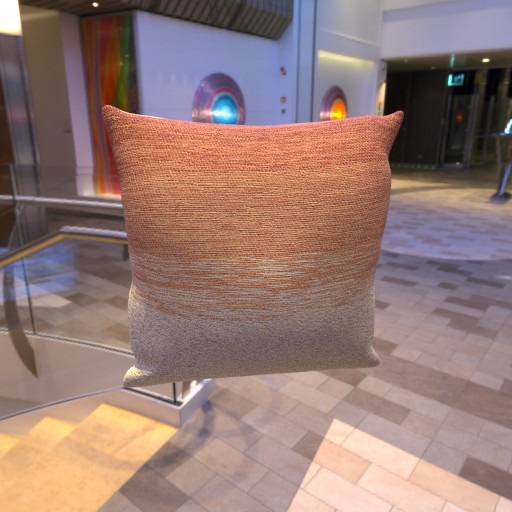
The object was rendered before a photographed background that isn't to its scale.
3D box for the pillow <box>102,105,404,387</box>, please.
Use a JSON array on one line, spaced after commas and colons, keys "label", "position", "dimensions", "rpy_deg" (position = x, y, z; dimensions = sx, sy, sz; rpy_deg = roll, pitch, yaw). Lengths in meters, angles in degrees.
[{"label": "pillow", "position": [0.000, 0.000, 0.685], "dimensions": [0.440, 0.441, 0.182], "rpy_deg": [-2, 17, -7]}]
